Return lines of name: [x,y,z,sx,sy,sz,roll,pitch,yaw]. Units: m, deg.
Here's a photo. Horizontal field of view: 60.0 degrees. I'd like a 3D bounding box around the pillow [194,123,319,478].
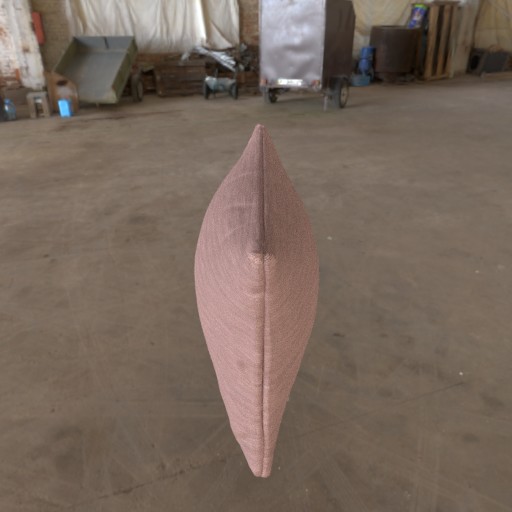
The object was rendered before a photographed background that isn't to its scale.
pillow: [0.000,0.000,0.787,0.210,0.338,0.633,0,28,0]
